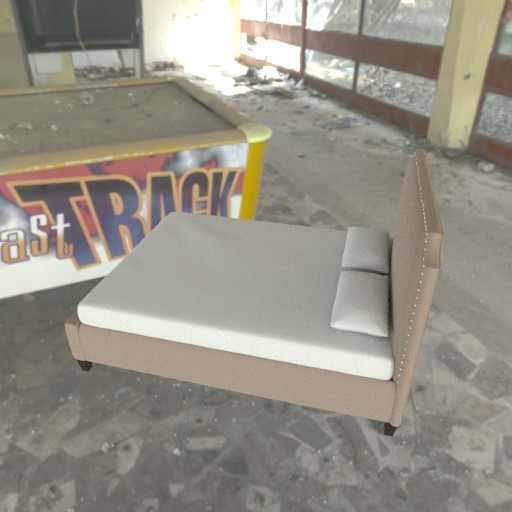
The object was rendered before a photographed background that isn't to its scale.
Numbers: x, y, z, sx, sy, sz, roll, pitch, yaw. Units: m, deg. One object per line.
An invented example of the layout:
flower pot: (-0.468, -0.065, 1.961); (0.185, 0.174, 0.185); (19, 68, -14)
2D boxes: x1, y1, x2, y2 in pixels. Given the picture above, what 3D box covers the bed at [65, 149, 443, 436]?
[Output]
bed: (0.000, 0.000, 3.423); (2.372, 1.443, 1.713); (8, 32, 13)
